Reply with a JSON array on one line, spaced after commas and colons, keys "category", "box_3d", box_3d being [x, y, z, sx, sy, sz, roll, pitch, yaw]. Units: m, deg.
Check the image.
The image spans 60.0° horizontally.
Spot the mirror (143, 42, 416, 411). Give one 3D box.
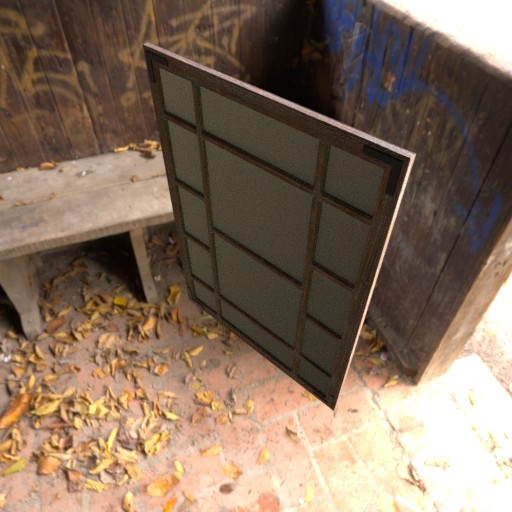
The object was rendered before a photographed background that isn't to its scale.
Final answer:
[{"category": "mirror", "box_3d": [0.000, 0.000, 1.267, 0.705, 0.996, 0.025, 33, 55, 27]}]
